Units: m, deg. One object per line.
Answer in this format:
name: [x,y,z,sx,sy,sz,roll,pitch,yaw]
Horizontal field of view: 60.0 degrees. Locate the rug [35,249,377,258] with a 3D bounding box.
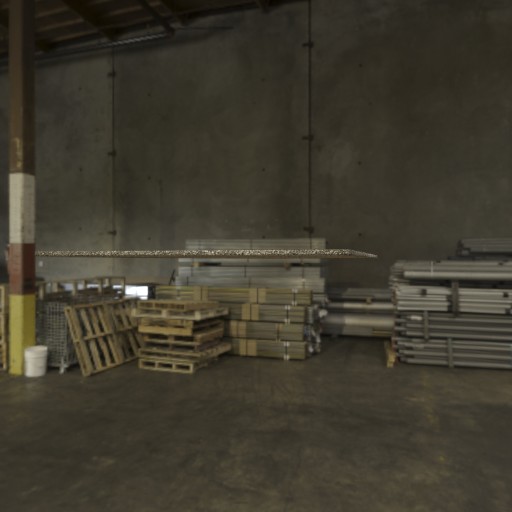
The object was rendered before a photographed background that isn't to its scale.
rug: [0.000,0.000,3.021,1.502,0.025,2.350,0,-1,18]
